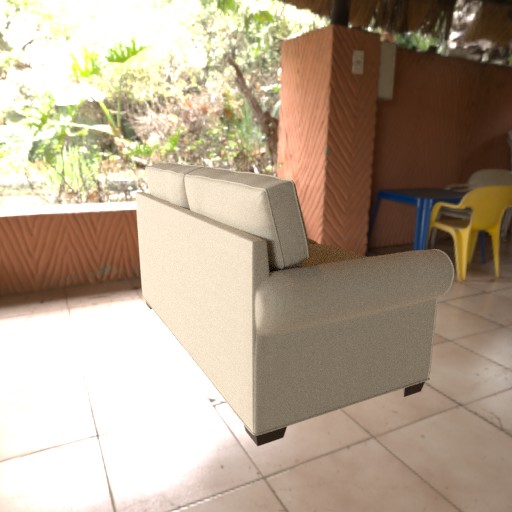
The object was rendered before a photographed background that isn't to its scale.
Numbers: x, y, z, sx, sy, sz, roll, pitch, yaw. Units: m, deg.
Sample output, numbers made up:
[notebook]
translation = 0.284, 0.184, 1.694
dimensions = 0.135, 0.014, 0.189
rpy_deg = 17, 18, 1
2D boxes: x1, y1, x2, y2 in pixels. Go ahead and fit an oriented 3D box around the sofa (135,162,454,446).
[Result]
[sofa]
translation = 0.000, 0.000, 2.309
dimensions = 0.861, 0.933, 1.774
rpy_deg = -7, 16, -26
